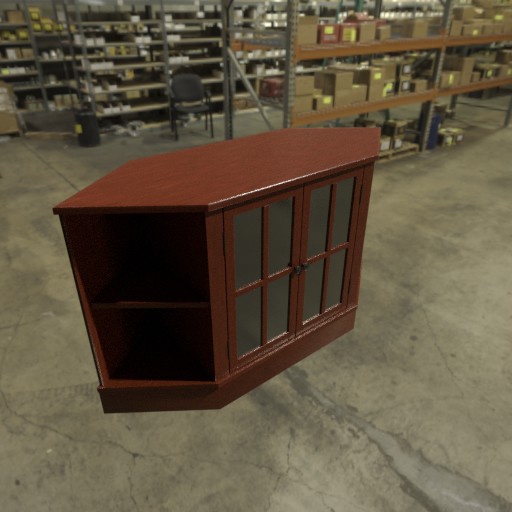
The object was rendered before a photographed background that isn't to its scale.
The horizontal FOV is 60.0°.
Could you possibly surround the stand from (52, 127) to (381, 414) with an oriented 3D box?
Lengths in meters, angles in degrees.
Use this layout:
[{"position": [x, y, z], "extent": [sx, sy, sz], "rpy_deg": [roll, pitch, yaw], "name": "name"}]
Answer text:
[{"position": [0.000, 0.000, 1.350], "extent": [1.072, 0.614, 0.381], "rpy_deg": [-22, 36, -33], "name": "stand"}]
